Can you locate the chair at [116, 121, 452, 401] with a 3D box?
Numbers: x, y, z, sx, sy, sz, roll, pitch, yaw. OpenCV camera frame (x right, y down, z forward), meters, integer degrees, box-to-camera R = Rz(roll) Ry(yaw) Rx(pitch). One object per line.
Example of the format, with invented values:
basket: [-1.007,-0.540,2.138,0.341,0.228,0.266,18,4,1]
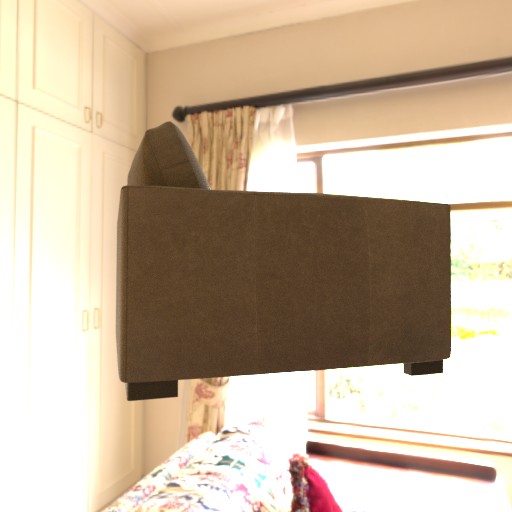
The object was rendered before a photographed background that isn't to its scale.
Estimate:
chair: [0.000,0.000,1.813,1.080,0.807,1.106,1,-2,-18]
